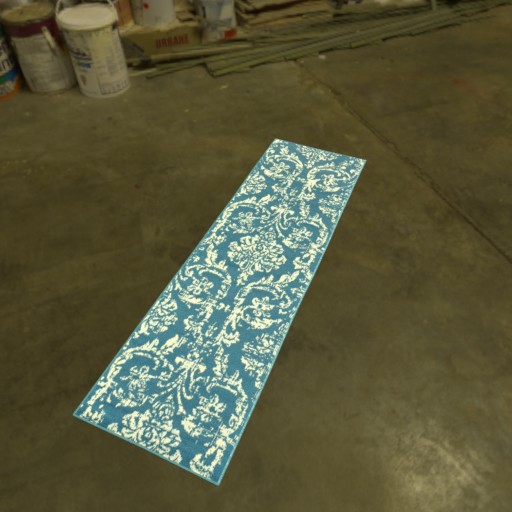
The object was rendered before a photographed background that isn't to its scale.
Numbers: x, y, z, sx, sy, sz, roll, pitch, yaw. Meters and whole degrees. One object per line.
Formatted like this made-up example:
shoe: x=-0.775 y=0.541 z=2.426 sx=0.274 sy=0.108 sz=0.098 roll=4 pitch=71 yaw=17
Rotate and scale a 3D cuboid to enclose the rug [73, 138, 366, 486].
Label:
rug: x=0.000 y=0.000 z=2.379 sx=0.662 sy=0.011 sz=2.196 roll=18 pitch=50 yaw=16
